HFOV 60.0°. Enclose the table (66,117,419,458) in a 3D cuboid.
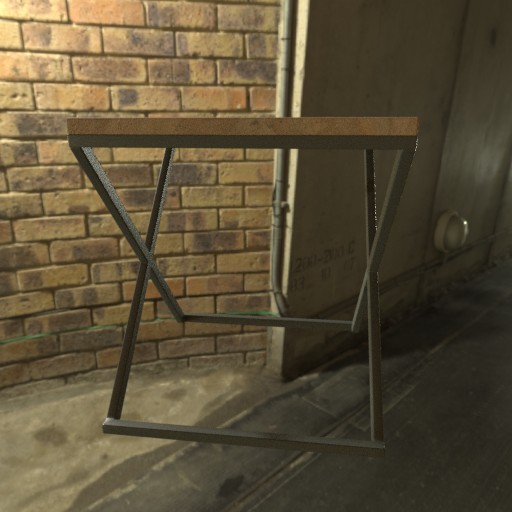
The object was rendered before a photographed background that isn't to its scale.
[{"bbox_3d":[0.000,0.000,0.928,0.499,0.550,0.498,2,17,7],"label":"table"}]
